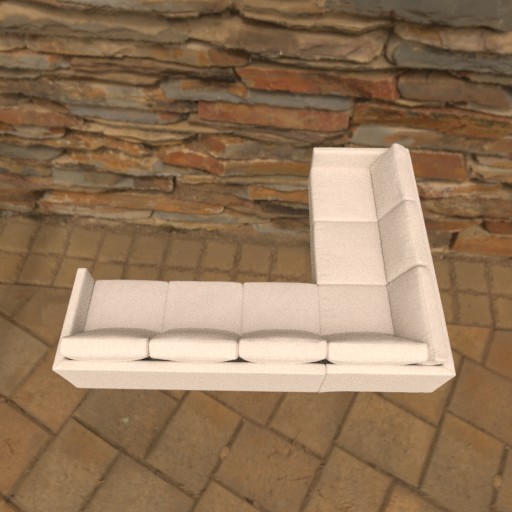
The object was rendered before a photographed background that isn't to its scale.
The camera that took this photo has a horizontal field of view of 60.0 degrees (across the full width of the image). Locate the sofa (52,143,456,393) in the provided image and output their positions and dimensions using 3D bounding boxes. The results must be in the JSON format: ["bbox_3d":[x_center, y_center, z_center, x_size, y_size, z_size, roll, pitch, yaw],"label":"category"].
[{"bbox_3d":[0.000,0.000,4.284,3.182,0.863,2.432,1,59,1],"label":"sofa"}]
